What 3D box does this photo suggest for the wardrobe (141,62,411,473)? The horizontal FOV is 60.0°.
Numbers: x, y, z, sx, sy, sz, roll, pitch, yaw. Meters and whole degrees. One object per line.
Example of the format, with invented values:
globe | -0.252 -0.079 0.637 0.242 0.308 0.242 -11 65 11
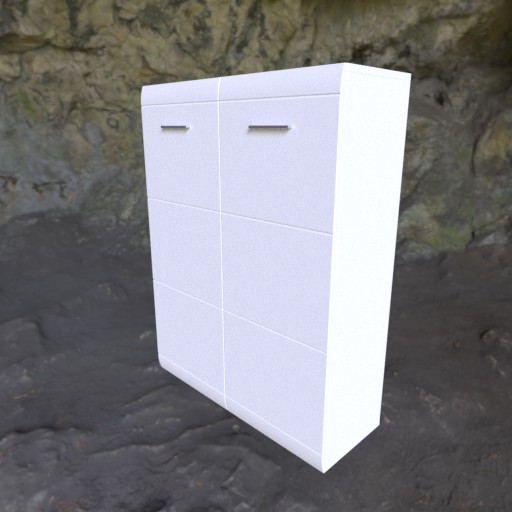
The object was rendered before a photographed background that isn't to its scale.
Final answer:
wardrobe | 0.000 0.000 1.622 0.360 1.200 0.900 -16 22 -43
